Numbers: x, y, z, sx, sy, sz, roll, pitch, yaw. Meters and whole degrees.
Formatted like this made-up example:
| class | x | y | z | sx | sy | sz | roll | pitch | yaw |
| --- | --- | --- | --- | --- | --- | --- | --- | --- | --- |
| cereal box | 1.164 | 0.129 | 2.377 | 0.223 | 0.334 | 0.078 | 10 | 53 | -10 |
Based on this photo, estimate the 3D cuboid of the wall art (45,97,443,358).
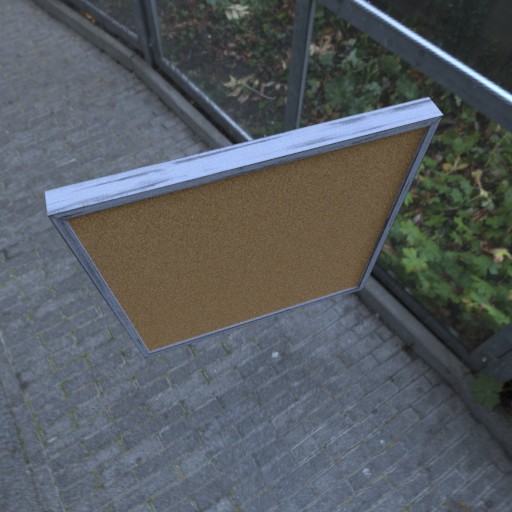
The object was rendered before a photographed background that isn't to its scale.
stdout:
| class | x | y | z | sx | sy | sz | roll | pitch | yaw |
| --- | --- | --- | --- | --- | --- | --- | --- | --- | --- |
| wall art | 0.000 | 0.000 | 0.764 | 0.506 | 0.506 | 0.038 | -16 | 60 | -10 |
